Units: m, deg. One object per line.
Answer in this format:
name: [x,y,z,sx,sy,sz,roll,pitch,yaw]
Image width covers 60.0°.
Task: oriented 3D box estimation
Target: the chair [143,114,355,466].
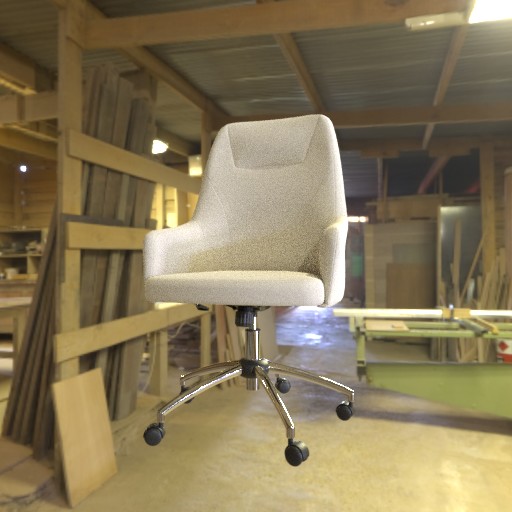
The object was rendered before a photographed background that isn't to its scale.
chair: [0.000,0.000,1.457,0.620,1.049,0.640,0,-1,18]
